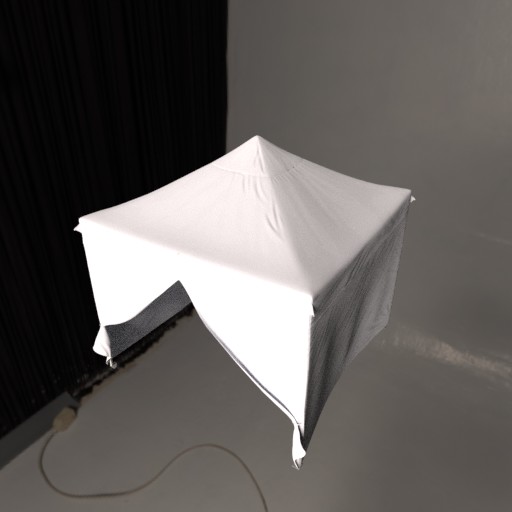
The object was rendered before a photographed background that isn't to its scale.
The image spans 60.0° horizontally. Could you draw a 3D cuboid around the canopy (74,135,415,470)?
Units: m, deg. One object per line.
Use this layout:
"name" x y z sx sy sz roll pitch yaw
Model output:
"canopy" 0.000 0.000 5.608 3.043 2.997 3.121 17 33 28
